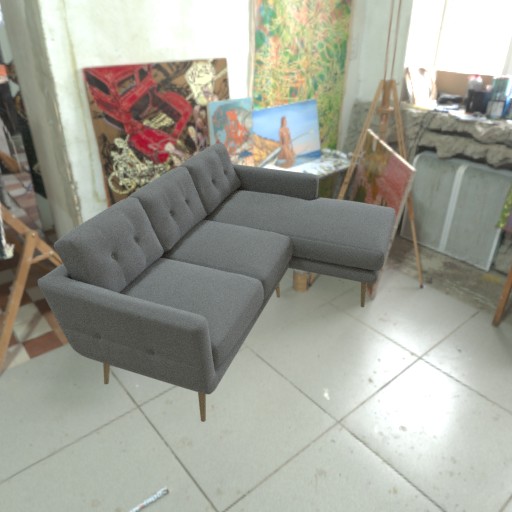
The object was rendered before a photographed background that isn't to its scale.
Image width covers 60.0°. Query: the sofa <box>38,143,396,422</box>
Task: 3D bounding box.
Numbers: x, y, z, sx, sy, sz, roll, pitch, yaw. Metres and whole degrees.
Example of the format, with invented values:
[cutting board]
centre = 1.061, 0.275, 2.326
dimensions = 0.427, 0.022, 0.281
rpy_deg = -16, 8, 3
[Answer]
[sofa]
centre = 0.000, 0.000, 2.803
dimensions = 1.530, 0.860, 2.040
rpy_deg = 11, 32, 18
